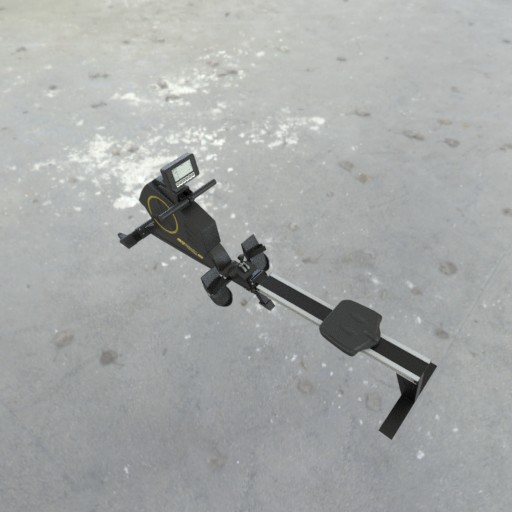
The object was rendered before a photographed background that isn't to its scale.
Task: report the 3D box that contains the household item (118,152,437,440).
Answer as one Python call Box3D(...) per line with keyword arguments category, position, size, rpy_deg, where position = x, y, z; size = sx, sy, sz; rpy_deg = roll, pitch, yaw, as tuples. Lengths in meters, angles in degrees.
Box3D(category="household item", position=(0.000, 0.000, 2.610), size=(2.251, 0.810, 0.521), rpy_deg=(32, 55, 26))
